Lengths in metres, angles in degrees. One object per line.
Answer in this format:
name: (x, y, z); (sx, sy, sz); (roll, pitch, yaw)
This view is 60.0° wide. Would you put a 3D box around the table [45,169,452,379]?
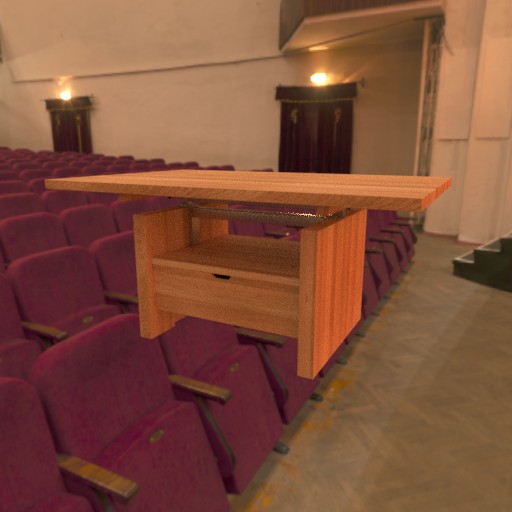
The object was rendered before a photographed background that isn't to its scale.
table: (0.000, 0.000, 1.475); (1.100, 0.510, 0.700); (7, 16, 27)
